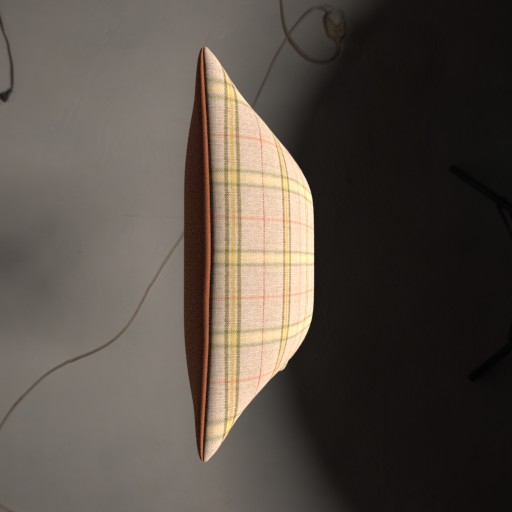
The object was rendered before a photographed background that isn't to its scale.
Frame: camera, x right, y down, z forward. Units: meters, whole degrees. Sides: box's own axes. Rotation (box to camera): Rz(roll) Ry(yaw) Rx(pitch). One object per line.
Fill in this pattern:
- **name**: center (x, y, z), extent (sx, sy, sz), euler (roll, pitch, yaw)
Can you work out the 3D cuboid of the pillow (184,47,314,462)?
- **pillow**: center (0.000, 0.000, 0.694), extent (0.200, 0.430, 0.453), euler (0, 89, 0)
